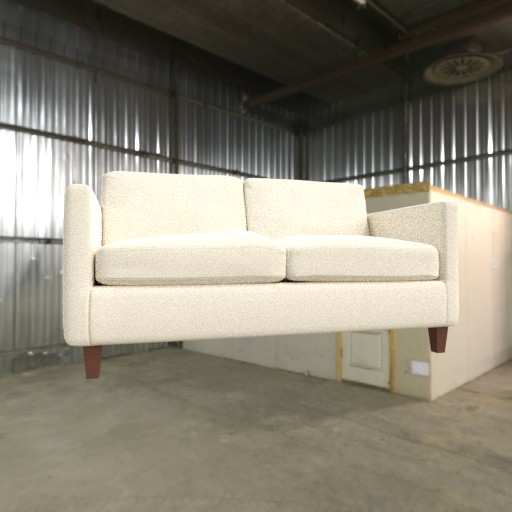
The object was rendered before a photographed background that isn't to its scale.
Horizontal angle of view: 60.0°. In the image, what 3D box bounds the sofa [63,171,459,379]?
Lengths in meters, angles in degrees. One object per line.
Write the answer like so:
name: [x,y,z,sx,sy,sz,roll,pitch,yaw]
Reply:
sofa: [0.000,0.000,2.225,1.702,0.888,0.964,0,0,-17]
